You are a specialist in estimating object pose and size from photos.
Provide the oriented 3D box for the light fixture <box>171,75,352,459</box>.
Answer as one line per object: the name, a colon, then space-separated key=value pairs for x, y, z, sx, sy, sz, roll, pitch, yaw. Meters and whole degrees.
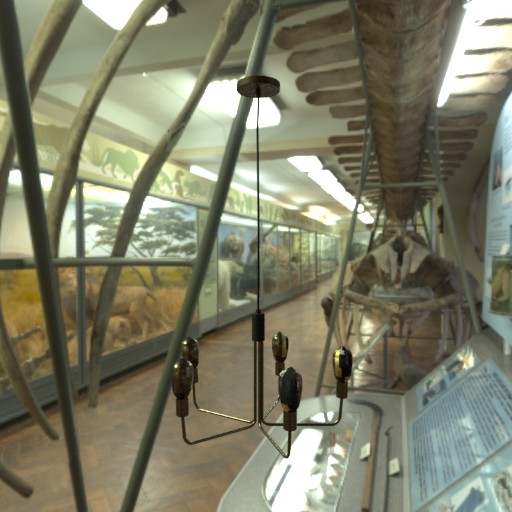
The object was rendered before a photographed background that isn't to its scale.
light fixture: x=0.000 y=0.000 z=1.399 sx=0.588 sy=1.059 sz=0.532 roll=0 pitch=1 yaw=18
